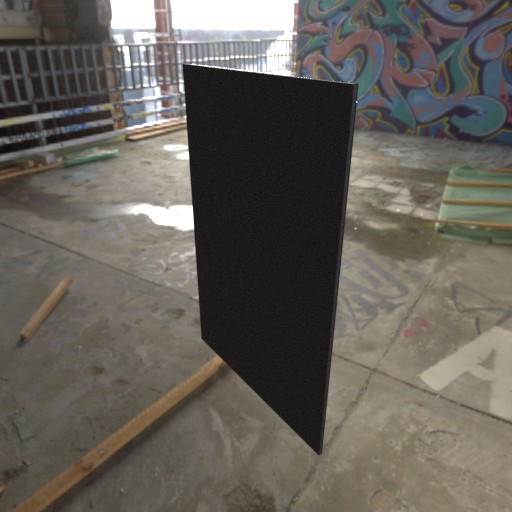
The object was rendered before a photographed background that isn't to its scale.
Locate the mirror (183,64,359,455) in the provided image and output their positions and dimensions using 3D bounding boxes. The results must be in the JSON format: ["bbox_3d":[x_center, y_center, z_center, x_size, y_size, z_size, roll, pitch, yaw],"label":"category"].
[{"bbox_3d":[0.000,0.000,1.184,0.039,0.914,0.613,-18,32,-32],"label":"mirror"}]
